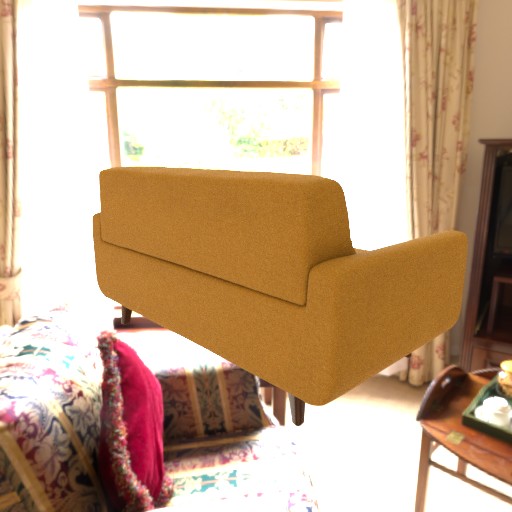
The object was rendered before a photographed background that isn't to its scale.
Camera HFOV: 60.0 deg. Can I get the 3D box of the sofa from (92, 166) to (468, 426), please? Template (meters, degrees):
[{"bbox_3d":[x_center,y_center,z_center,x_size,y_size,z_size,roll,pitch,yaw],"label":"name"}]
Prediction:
[{"bbox_3d":[0.000,0.000,2.127,0.909,0.841,1.631,-12,18,-42],"label":"sofa"}]
